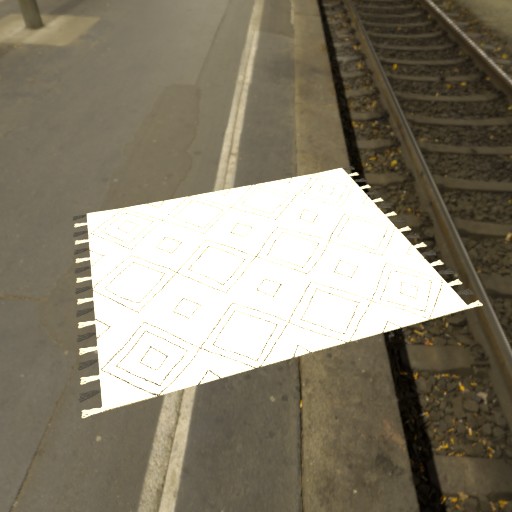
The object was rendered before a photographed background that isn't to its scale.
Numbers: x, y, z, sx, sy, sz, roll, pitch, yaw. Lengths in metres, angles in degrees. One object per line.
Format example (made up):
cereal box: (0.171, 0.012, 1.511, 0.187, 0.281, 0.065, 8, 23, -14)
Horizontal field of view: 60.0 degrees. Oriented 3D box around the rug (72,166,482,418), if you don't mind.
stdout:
rug: (0.000, 0.000, 4.123, 3.221, 0.026, 2.342, -12, 43, -14)
